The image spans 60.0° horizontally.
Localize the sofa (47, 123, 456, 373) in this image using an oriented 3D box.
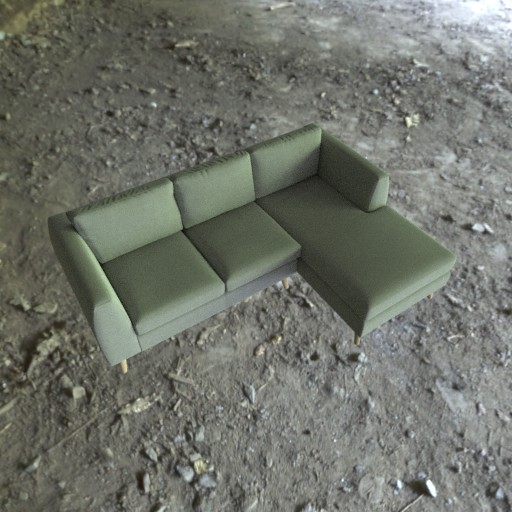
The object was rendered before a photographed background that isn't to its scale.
[{"bbox_3d":[0.000,0.000,3.053,2.300,0.860,1.580,-25,51,-22],"label":"sofa"}]
